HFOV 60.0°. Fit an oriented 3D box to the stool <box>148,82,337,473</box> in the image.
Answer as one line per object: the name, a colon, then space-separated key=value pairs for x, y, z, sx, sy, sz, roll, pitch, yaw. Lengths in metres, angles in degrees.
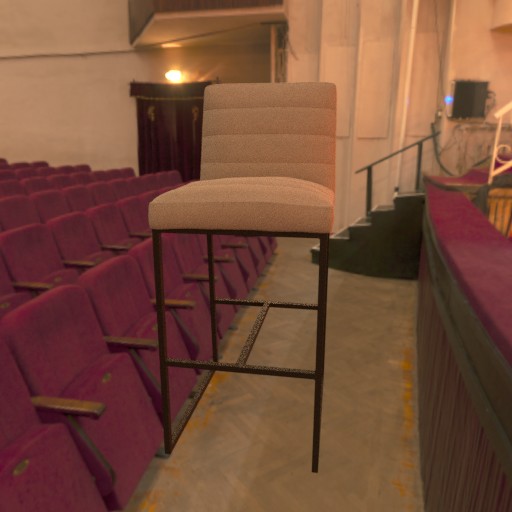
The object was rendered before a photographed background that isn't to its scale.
stool: x=0.000 y=0.000 z=1.359 sx=0.464 sy=1.061 sz=0.573 roll=2 pitch=14 yaw=10
